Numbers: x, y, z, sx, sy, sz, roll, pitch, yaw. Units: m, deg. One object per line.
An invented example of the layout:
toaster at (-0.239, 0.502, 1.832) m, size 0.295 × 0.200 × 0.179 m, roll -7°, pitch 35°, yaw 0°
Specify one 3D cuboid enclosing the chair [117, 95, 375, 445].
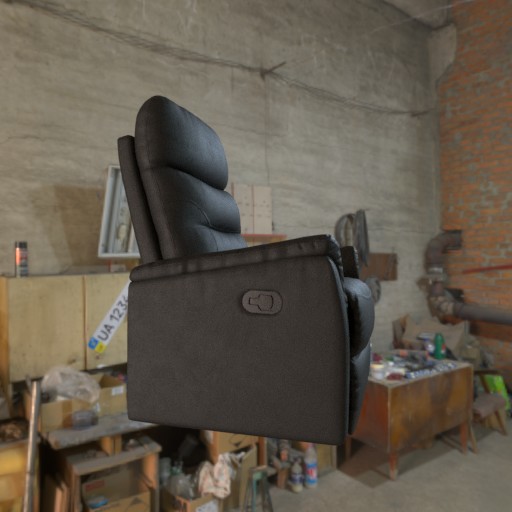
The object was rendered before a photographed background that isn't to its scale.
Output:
chair at (0.000, 0.000, 1.630) m, size 0.831 × 1.082 × 0.775 m, roll 0°, pitch -1°, yaw 17°
